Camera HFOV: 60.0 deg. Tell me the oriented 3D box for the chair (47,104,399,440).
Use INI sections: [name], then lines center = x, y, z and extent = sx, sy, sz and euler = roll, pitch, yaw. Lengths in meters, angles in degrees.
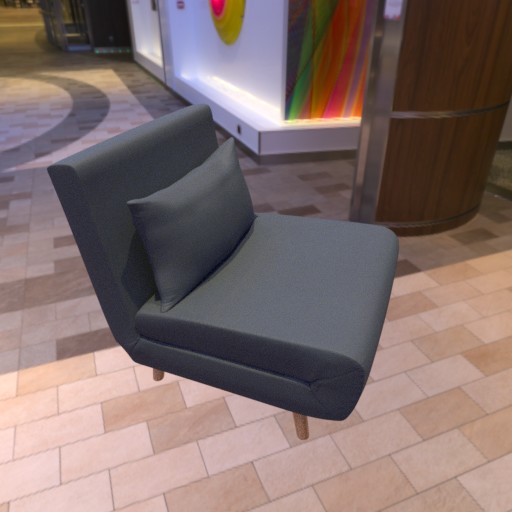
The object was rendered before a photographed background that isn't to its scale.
[chair]
center = 0.000, 0.000, 1.503
extent = 0.900, 0.808, 0.770
euler = 12, 33, 19
